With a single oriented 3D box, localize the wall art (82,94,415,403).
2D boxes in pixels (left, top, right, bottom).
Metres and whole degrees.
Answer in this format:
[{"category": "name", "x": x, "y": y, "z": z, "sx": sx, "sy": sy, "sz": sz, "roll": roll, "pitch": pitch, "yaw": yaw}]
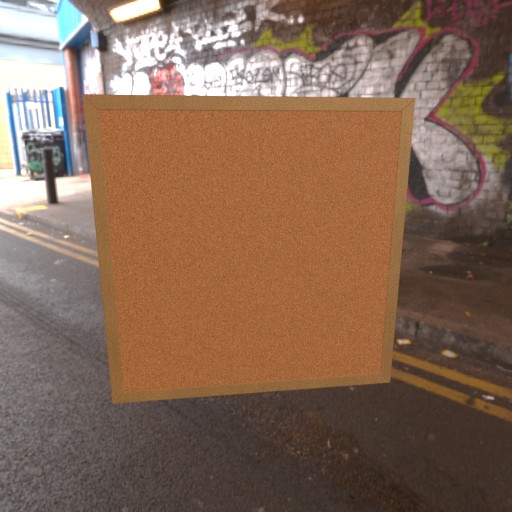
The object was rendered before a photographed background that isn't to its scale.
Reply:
[{"category": "wall art", "x": 0.000, "y": 0.000, "z": 1.125, "sx": 0.763, "sy": 0.763, "sz": 0.037, "roll": -2, "pitch": 15, "yaw": -7}]
